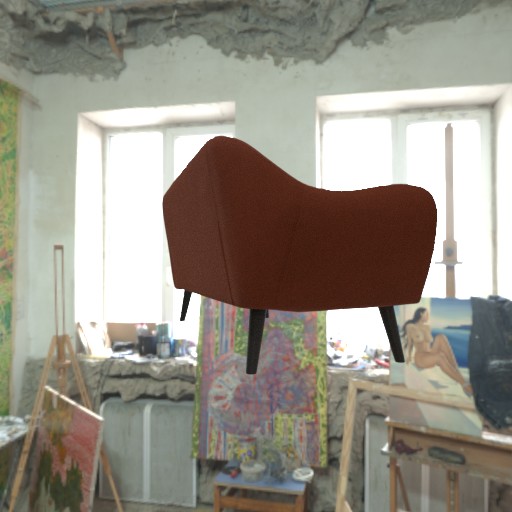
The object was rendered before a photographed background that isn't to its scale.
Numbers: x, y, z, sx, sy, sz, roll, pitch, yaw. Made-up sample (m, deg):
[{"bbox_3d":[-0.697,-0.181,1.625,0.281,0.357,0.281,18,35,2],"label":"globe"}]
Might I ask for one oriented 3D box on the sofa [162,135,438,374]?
[{"bbox_3d":[0.000,0.000,2.320,0.820,0.836,1.840,0,-1,-18],"label":"sofa"}]
